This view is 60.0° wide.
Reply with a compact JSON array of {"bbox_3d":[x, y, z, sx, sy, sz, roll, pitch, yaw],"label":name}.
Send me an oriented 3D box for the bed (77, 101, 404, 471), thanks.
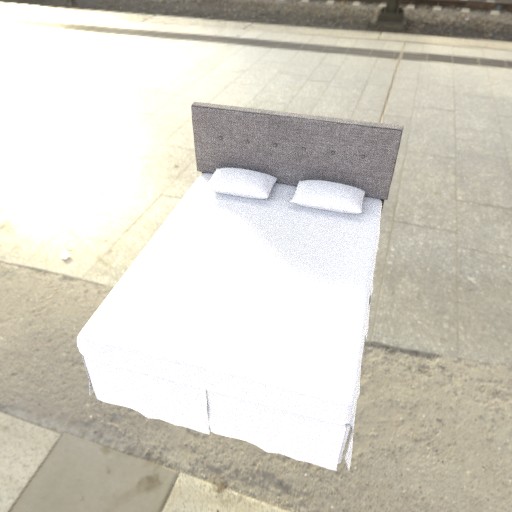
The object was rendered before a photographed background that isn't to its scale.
[{"bbox_3d":[0.000,0.000,2.920,1.621,1.168,1.958,11,41,12],"label":"bed"}]
